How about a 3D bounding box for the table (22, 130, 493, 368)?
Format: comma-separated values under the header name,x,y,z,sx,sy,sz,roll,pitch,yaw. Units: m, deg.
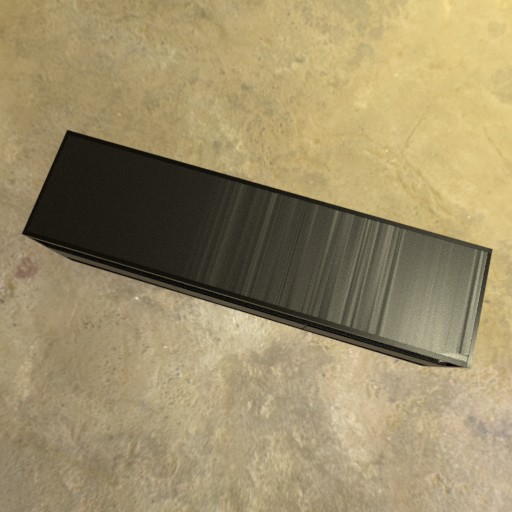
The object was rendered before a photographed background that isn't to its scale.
name,x,y,z,sx,sy,sz,roll,pitch,yaw
table,0.000,0.000,1.637,1.486,0.395,0.399,16,77,4
